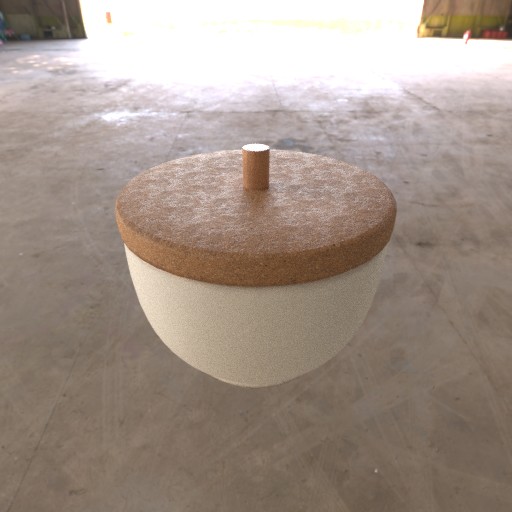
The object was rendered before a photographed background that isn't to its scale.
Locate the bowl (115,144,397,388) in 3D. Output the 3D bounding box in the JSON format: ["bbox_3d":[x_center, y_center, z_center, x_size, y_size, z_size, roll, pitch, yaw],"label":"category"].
[{"bbox_3d":[0.000,0.000,0.222,0.126,0.110,0.126,0,31,0],"label":"bowl"}]
